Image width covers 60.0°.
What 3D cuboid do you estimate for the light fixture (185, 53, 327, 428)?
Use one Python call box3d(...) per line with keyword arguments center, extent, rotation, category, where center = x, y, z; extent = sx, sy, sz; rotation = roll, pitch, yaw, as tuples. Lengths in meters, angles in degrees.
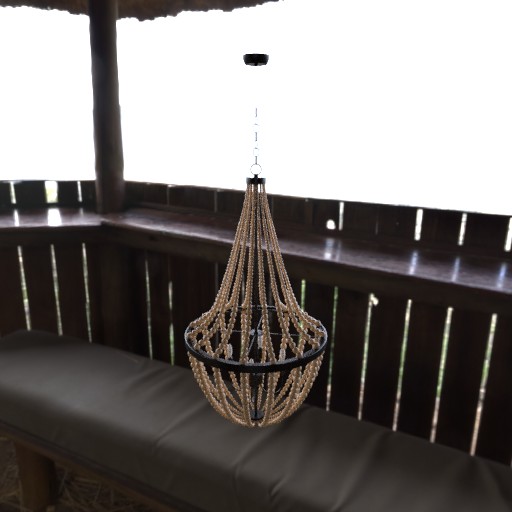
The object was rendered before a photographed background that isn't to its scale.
box3d(center=(0.000, 0.000, 1.355), extent=(0.450, 1.133, 0.450), rotation=(0, 15, 0), category="light fixture")
